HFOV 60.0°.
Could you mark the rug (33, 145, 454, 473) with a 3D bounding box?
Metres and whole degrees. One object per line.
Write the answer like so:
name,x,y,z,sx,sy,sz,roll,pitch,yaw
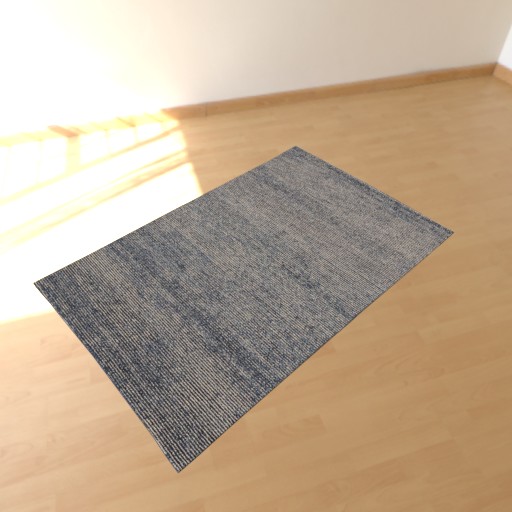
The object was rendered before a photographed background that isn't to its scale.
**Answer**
rug,0.000,0.000,2.212,1.793,0.025,1.159,-33,54,-28
